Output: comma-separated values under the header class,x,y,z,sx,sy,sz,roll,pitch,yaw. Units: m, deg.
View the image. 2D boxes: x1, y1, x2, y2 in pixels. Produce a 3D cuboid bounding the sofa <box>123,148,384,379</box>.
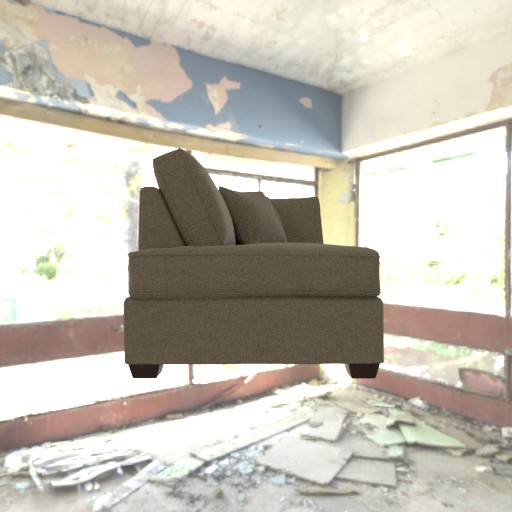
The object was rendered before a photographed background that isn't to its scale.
class,x,y,z,sx,sy,sz,roll,pitch,yaw
sofa,0.000,0.000,2.883,1.110,1.019,2.238,0,0,0
